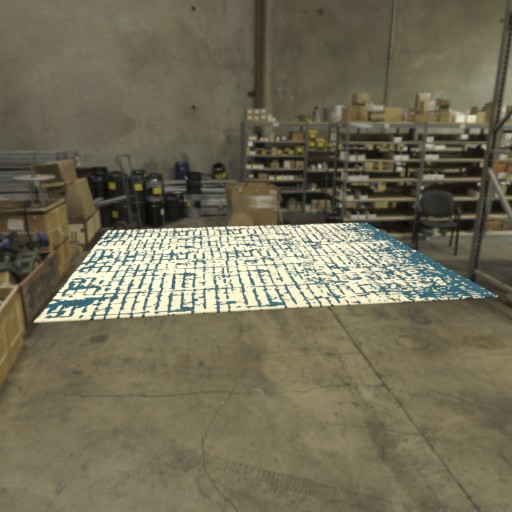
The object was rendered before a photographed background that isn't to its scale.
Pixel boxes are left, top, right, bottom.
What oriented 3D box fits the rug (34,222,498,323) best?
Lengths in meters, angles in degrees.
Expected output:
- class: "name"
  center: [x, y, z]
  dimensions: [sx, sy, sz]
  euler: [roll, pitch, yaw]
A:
- class: "rug"
  center: [0.000, 0.000, 3.984]
  dimensions: [3.017, 0.014, 2.416]
  euler: [-2, 17, -8]
